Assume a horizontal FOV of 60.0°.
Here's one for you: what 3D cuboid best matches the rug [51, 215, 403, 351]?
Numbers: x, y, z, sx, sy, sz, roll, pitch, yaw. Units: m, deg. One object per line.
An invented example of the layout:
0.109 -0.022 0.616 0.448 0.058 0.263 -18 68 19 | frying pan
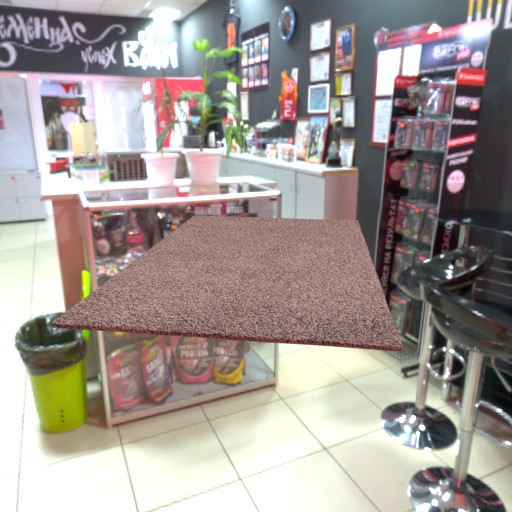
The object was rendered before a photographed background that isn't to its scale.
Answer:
0.000 0.000 3.477 1.778 0.030 2.743 2 17 8 | rug
